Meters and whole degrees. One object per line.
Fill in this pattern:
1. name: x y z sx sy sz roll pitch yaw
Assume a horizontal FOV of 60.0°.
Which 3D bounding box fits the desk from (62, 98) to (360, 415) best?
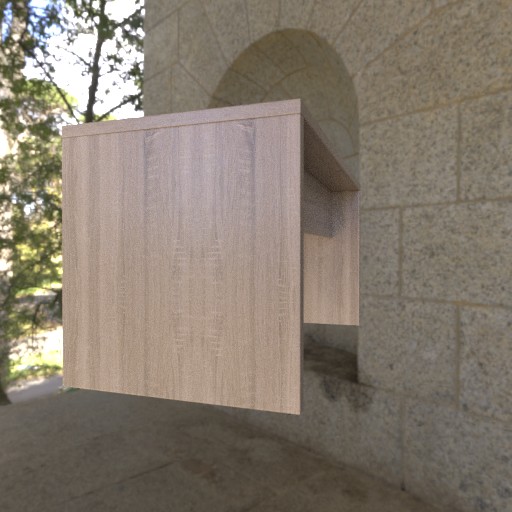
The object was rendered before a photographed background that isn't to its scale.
1. desk: 0.000 0.000 1.797 0.690 0.745 1.380 0 0 19
